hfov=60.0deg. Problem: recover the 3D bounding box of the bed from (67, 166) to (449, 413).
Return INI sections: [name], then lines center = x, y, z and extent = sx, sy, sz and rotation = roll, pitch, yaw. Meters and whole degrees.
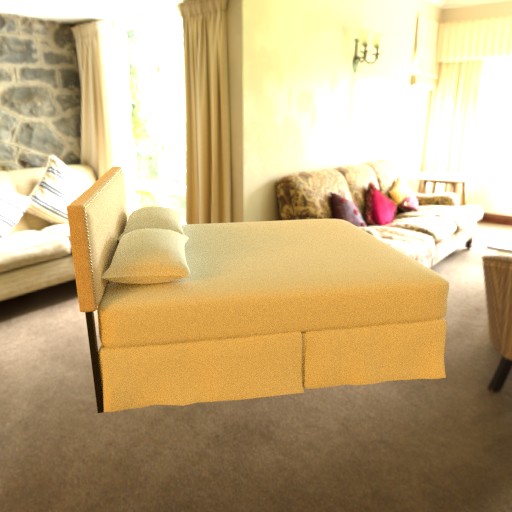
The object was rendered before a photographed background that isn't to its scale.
[bed]
center = 0.000, 0.000, 2.864
extent = 1.876, 1.016, 1.616
rotation = -3, 18, -10
